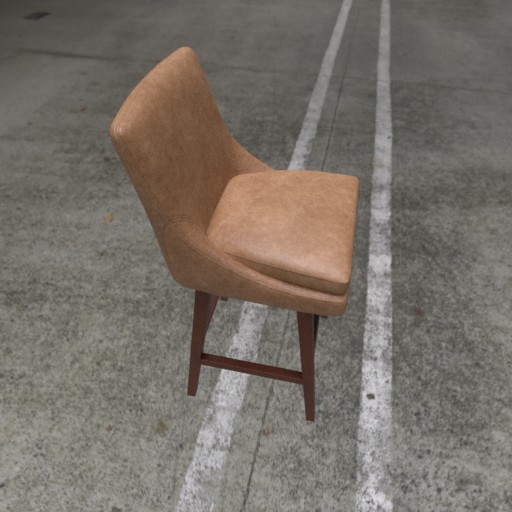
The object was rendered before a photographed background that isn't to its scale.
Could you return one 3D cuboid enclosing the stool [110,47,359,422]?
[{"bbox_3d":[0.000,0.000,1.388,0.572,1.079,0.487,9,46,9],"label":"stool"}]
